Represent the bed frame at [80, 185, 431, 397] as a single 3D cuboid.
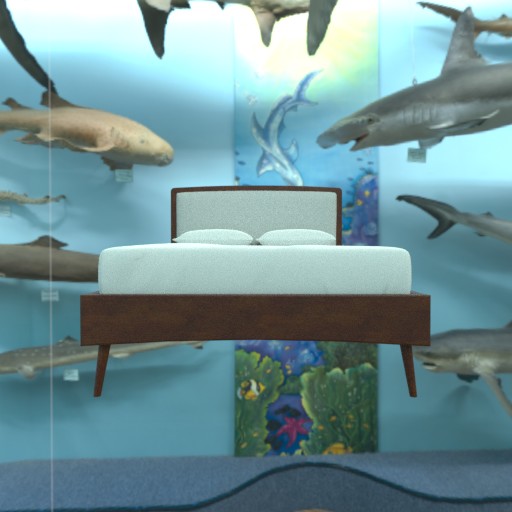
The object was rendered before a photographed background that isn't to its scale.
[{"bbox_3d":[0.000,0.000,3.092,1.587,1.279,2.171,0,1,0],"label":"bed frame"}]
